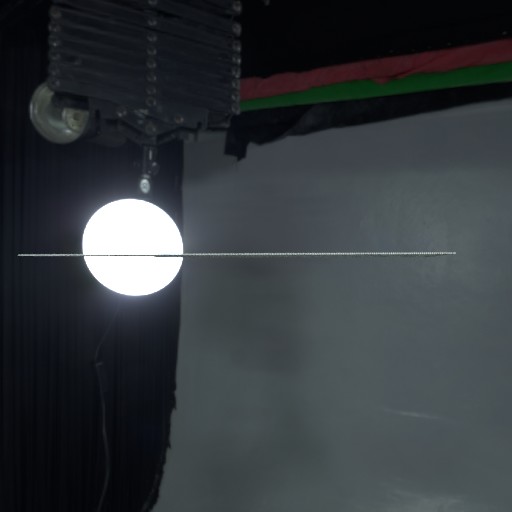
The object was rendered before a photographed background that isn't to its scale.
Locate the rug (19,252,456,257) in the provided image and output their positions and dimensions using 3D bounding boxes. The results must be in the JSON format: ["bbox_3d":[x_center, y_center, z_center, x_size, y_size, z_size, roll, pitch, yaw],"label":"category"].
[{"bbox_3d":[0.000,0.000,4.002,3.061,0.010,2.330,0,-1,18],"label":"rug"}]
